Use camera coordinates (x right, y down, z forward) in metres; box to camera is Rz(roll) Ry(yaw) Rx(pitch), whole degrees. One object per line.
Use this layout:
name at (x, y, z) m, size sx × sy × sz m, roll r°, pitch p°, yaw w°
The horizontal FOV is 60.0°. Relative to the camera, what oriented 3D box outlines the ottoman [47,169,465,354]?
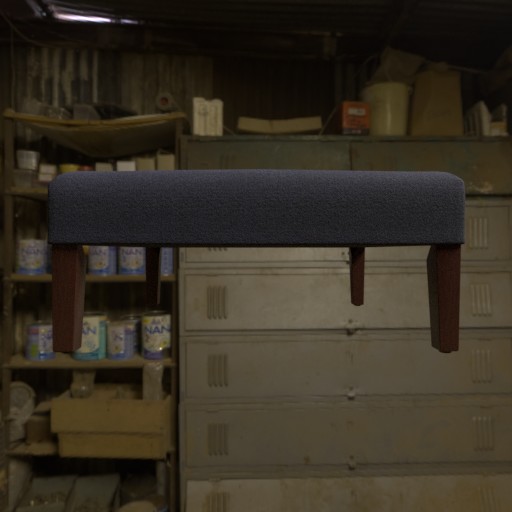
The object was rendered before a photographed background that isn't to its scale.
ottoman at (0.000, 0.000, 1.374) m, size 0.890 × 0.411 × 0.889 m, roll 0°, pitch 1°, yaw 0°
